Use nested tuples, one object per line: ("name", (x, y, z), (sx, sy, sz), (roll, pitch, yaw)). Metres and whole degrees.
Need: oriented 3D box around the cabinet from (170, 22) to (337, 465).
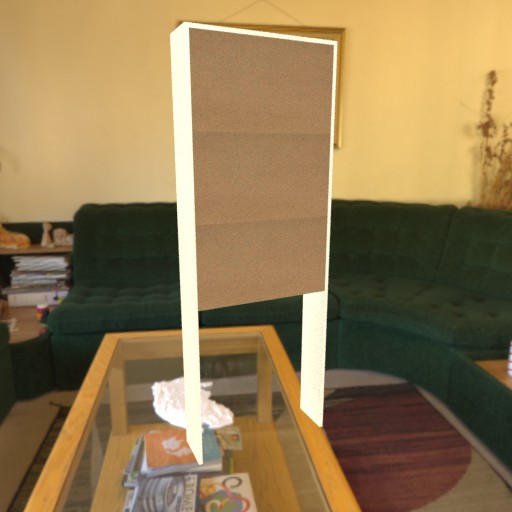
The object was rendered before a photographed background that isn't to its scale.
("cabinet", (0.000, 0.000, 1.955), (0.643, 1.770, 0.192), (-6, 15, -25))
